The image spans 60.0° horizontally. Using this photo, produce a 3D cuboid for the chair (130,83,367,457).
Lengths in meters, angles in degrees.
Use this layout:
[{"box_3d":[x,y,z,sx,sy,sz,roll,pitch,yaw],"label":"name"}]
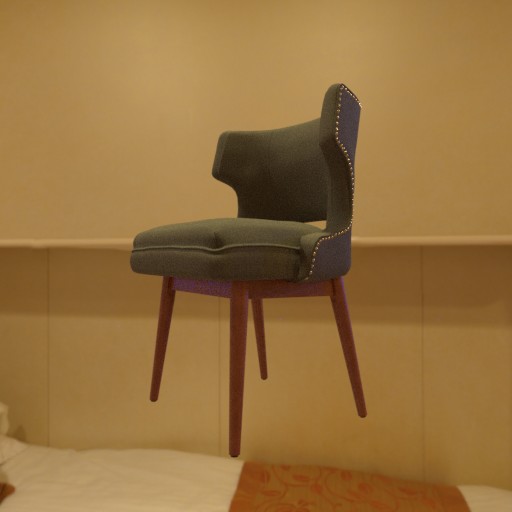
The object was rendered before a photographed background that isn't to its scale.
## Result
[{"box_3d":[0.000,0.000,1.255,0.581,0.863,0.595,0,0,-35],"label":"chair"}]
